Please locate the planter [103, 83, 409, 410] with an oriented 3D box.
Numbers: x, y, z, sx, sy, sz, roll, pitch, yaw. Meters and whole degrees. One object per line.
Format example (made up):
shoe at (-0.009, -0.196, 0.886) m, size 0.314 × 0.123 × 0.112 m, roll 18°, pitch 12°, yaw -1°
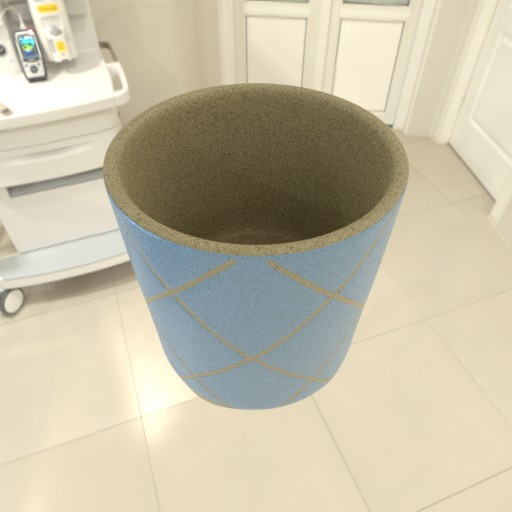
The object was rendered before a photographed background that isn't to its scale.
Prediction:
planter at (0.000, 0.000, 0.420) m, size 0.227 × 0.235 × 0.227 m, roll 0°, pitch 46°, yaw 0°
